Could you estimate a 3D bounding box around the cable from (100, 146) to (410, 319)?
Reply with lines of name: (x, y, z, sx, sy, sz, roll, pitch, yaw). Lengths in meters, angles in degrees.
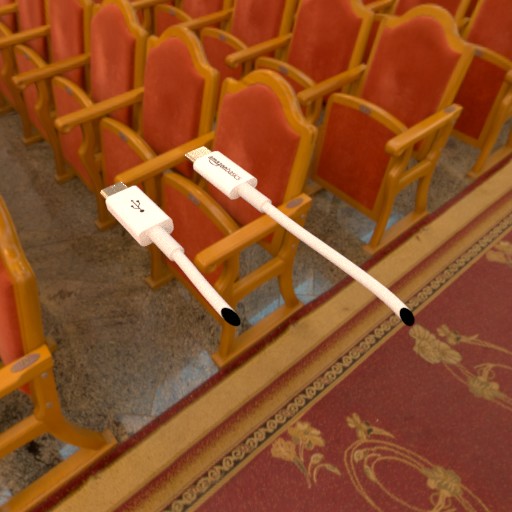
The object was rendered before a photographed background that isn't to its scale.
cable: (0.000, 0.000, 0.113, 0.040, 0.006, 0.098, -31, 54, -26)
